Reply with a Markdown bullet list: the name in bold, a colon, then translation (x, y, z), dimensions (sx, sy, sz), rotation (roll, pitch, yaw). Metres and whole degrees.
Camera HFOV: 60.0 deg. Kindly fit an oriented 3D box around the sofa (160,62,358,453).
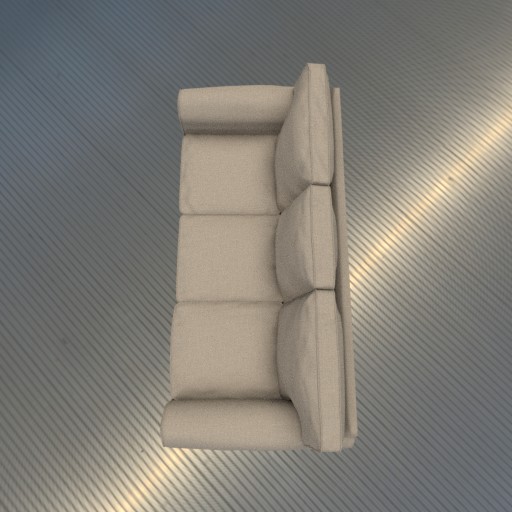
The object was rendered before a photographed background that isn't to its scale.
- **sofa**: translation (0.000, 0.000, 2.653), dimensions (0.998, 0.889, 2.118), rotation (0, 75, 0)
